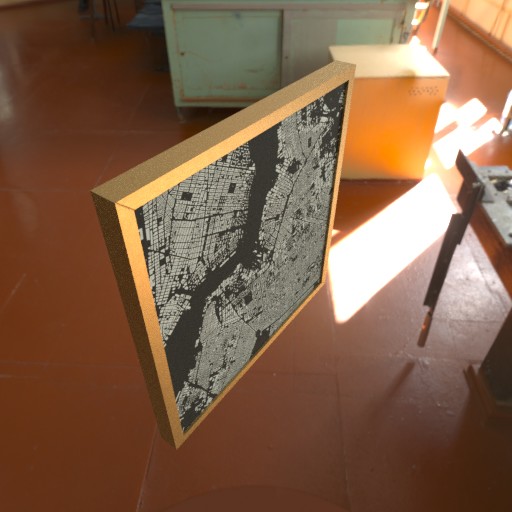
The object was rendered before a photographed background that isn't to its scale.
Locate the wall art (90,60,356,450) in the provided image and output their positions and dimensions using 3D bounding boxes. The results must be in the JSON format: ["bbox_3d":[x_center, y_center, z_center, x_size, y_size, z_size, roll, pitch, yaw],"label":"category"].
[{"bbox_3d":[0.000,0.000,1.914,0.095,1.284,1.284,26,47,27],"label":"wall art"}]
